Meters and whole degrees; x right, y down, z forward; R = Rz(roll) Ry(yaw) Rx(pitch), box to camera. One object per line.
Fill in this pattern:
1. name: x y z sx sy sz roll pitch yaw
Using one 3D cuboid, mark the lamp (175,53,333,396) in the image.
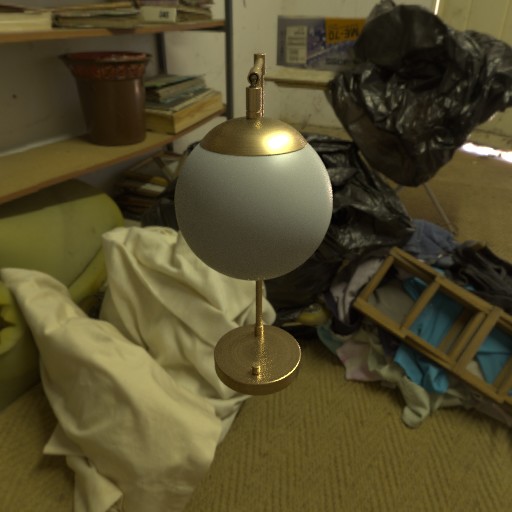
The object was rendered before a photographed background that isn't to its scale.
1. lamp: 0.000 0.000 0.696 0.207 0.559 0.324 2 30 3
